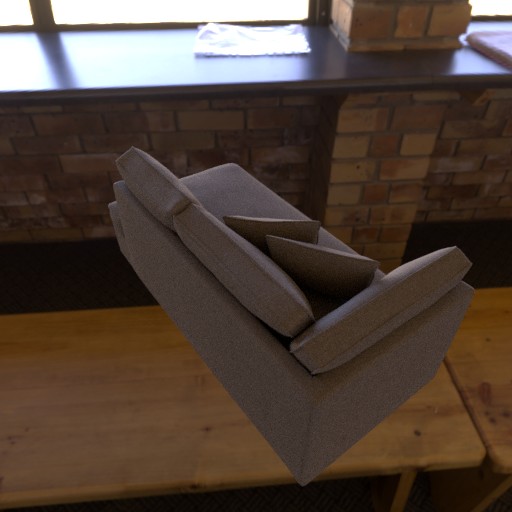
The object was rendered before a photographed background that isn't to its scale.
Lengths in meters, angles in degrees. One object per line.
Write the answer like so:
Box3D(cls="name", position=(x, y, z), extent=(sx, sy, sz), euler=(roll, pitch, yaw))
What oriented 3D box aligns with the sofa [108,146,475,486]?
Box3D(cls="sofa", position=(0.000, 0.000, 2.792), extent=(1.110, 1.033, 2.237), euler=(-26, 47, -26))
